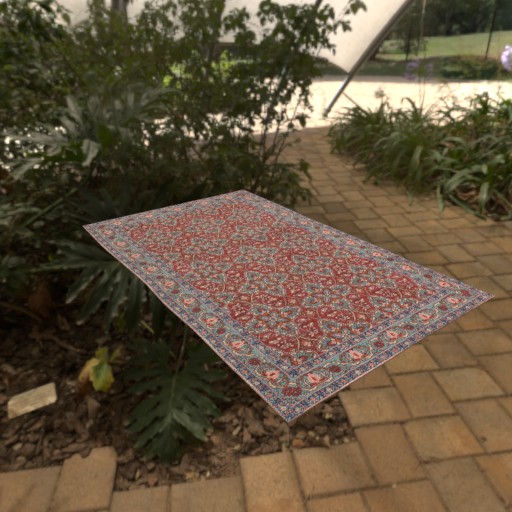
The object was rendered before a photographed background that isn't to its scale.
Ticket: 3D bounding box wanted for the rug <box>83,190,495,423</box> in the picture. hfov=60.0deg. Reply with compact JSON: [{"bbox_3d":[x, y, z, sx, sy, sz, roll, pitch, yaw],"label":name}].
[{"bbox_3d":[0.000,0.000,2.954,1.533,0.011,2.439,-18,31,-33],"label":"rug"}]
